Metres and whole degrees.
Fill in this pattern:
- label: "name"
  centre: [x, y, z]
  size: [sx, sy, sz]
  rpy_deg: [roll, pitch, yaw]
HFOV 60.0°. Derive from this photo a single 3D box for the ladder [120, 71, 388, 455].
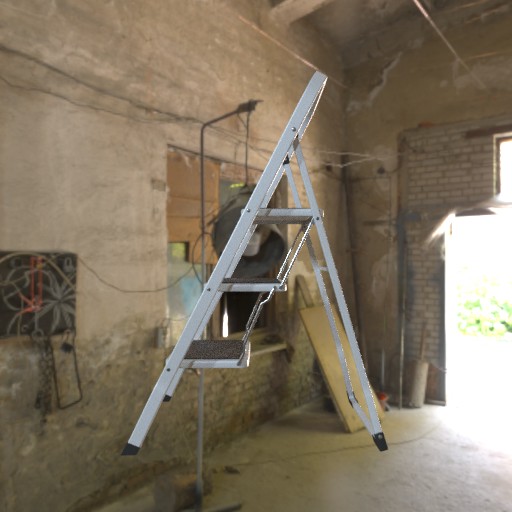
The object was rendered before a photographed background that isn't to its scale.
- label: "ladder"
  centre: [0.000, 0.000, 1.393]
  size: [0.711, 1.050, 0.460]
  rpy_deg: [0, 0, 0]
